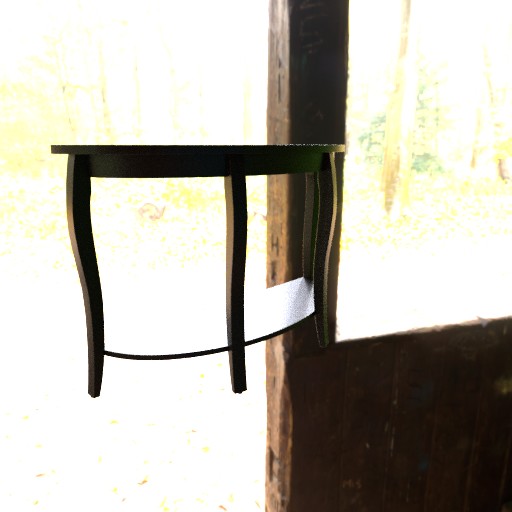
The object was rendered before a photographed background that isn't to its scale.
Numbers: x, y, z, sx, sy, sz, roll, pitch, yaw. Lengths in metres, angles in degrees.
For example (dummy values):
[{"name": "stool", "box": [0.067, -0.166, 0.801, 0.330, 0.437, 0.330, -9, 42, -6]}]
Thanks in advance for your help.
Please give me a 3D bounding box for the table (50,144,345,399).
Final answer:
[{"name": "table", "box": [0.000, 0.000, 1.603, 0.394, 0.780, 1.219, 13, 19, 42]}]
